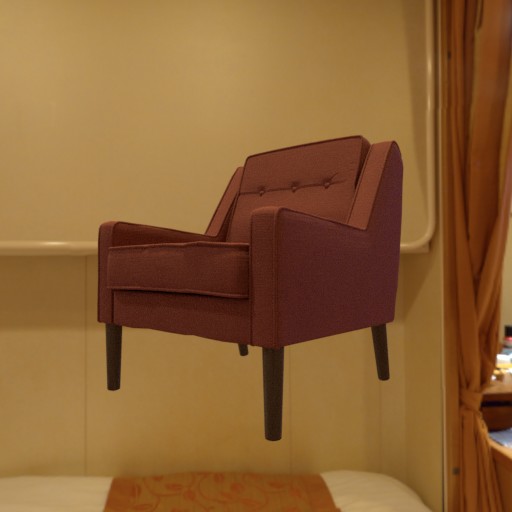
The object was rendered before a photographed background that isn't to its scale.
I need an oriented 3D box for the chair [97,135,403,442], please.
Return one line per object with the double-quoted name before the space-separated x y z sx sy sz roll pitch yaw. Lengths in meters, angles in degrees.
"chair" 0.000 0.000 1.405 0.680 0.812 0.770 0 -1 38
